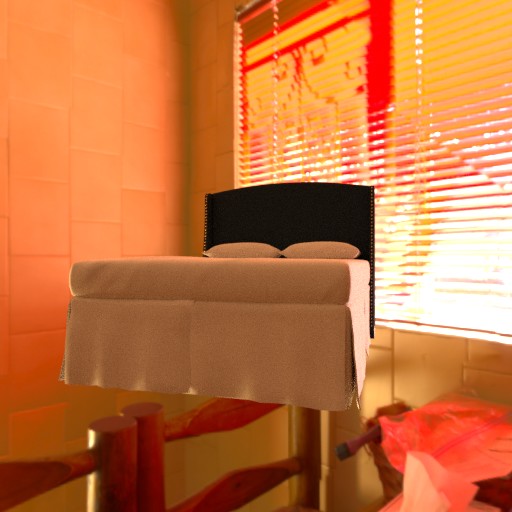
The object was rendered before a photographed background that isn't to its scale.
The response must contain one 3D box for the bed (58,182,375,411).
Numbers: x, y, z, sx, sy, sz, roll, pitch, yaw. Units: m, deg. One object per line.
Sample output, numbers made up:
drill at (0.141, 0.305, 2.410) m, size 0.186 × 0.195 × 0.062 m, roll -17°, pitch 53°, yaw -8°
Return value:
bed at (0.000, 0.000, 3.193) m, size 1.604 × 1.402 × 2.223 m, roll 0°, pitch -1°, yaw 17°
